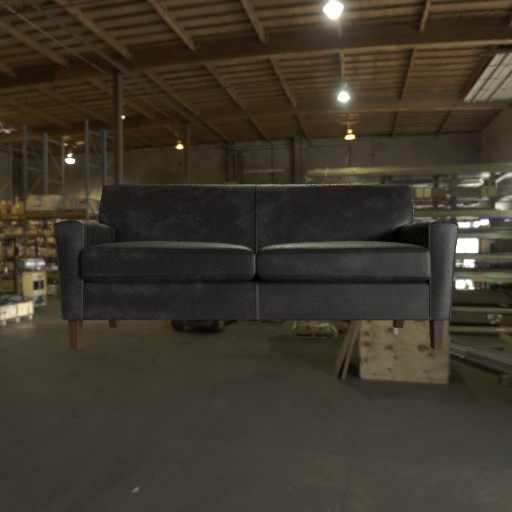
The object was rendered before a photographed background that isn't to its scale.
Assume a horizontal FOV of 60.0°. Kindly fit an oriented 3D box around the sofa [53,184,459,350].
[{"bbox_3d":[0.000,0.000,2.595,2.053,0.947,0.805,0,1,0],"label":"sofa"}]
